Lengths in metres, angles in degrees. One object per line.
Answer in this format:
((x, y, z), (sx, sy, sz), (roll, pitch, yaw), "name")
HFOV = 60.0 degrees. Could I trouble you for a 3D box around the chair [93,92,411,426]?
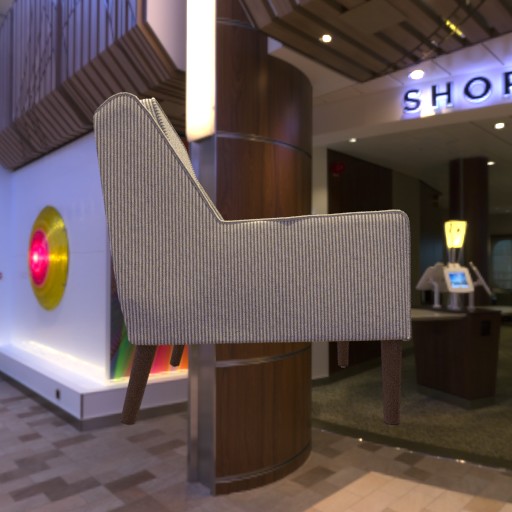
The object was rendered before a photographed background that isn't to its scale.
((0.000, 0.000, 1.316), (0.743, 0.792, 0.663), (0, -1, 0), "chair")
